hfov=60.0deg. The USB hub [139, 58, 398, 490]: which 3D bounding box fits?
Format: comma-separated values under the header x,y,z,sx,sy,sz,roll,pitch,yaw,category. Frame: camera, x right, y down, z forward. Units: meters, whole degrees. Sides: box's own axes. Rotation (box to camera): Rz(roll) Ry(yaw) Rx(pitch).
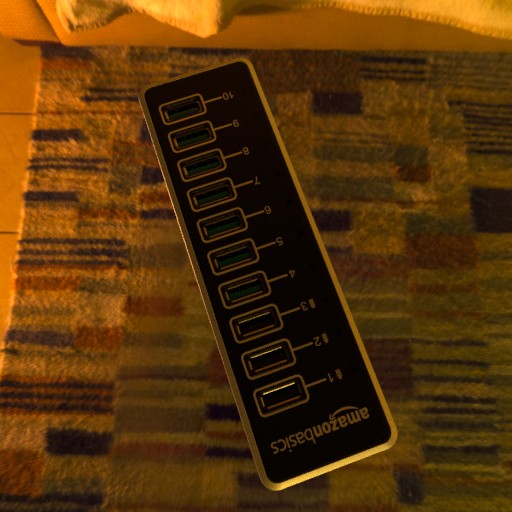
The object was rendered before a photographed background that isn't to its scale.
x,y,z,sx,sy,sz,roll,pitch,yaw,category
0.000,0.000,0.160,0.044,0.023,0.145,-19,77,-4,USB hub
